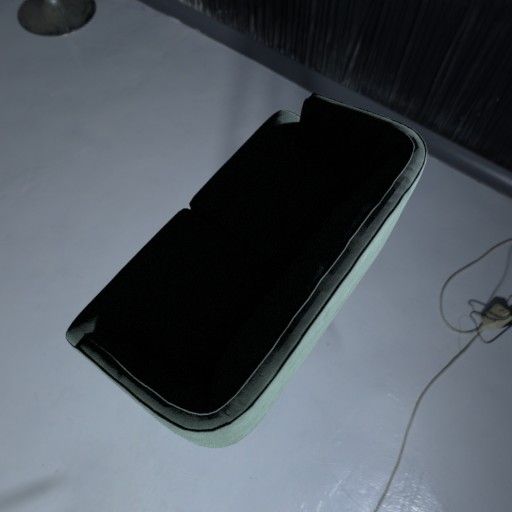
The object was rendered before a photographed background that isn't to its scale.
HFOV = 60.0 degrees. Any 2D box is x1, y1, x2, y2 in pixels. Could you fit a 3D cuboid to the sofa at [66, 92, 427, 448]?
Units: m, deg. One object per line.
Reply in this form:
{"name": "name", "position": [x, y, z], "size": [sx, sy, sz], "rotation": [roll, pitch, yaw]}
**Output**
{"name": "sofa", "position": [0.000, 0.000, 2.205], "size": [0.941, 0.855, 1.733], "rotation": [34, 68, 16]}
